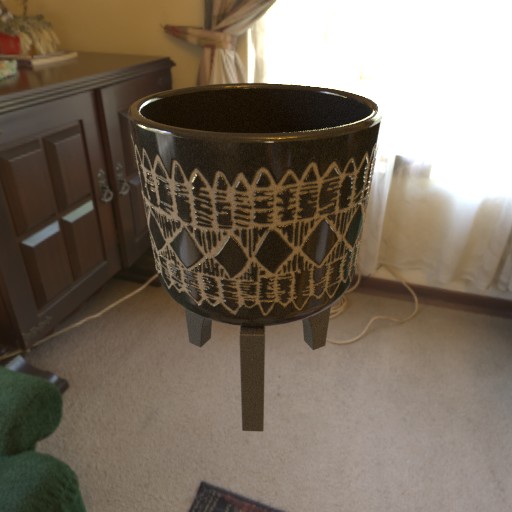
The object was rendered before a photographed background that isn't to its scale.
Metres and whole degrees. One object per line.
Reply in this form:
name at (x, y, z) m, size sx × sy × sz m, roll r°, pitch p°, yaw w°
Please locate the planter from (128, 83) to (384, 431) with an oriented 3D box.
planter at (0.000, 0.000, 0.532) m, size 0.251 × 0.355 × 0.251 m, roll 1°, pitch 30°, yaw 2°
